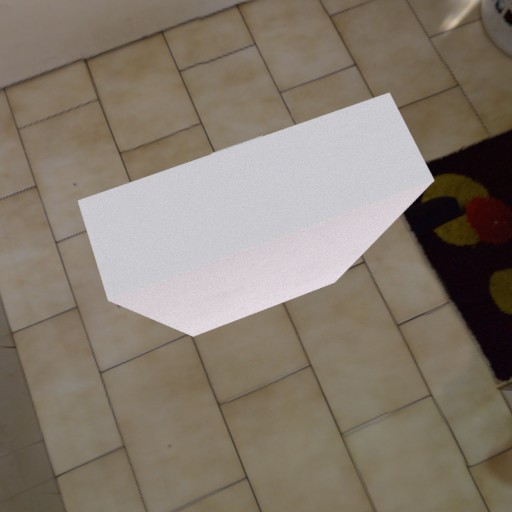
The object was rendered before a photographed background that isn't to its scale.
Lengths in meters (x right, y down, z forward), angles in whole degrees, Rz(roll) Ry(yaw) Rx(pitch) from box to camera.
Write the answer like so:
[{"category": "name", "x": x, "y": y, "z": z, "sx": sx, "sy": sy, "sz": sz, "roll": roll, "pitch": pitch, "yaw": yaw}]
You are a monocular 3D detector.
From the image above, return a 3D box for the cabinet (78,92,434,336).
[{"category": "cabinet", "x": 0.000, "y": 0.000, "z": 1.598, "sx": 0.750, "sy": 1.280, "sz": 0.250, "roll": -20, "pitch": 77, "yaw": -5}]
